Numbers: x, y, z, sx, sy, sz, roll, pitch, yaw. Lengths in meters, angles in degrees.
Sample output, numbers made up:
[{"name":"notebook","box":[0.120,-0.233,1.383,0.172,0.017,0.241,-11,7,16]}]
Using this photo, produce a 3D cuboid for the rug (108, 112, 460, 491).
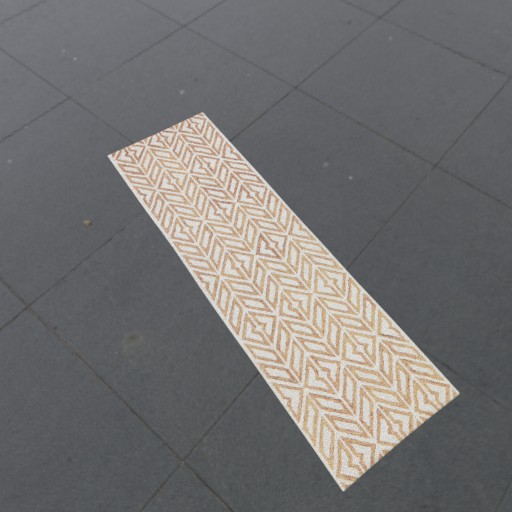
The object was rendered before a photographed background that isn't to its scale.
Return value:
[{"name":"rug","box":[0.000,0.000,2.580,0.750,0.009,2.435,-31,64,-17]}]
